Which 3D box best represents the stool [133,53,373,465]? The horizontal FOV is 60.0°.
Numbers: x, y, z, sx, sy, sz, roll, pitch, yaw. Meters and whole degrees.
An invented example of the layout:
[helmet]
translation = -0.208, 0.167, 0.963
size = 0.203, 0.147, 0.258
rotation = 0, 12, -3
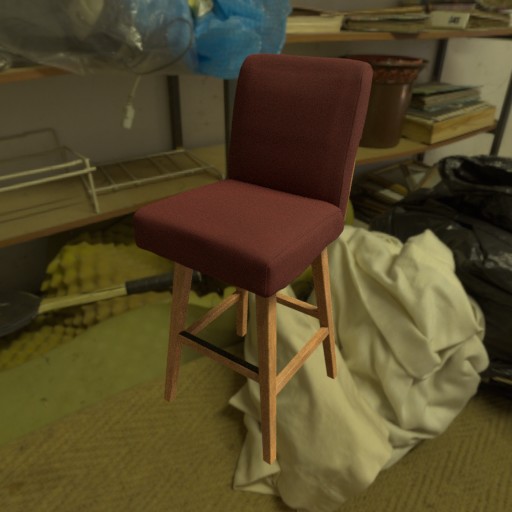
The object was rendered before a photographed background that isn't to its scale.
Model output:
[stool]
translation = 0.000, 0.000, 1.370
size = 0.468, 1.093, 0.562
rotation = 19, 35, 30
